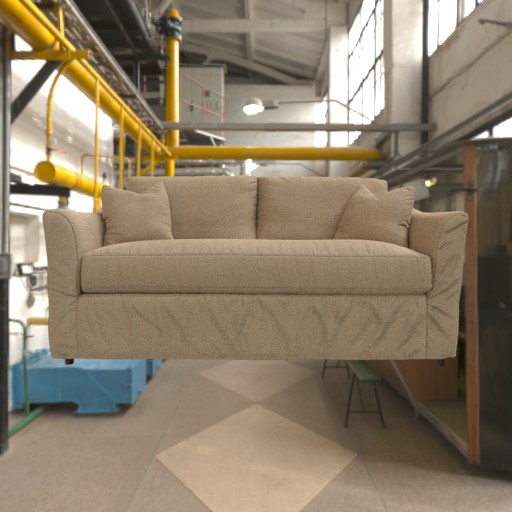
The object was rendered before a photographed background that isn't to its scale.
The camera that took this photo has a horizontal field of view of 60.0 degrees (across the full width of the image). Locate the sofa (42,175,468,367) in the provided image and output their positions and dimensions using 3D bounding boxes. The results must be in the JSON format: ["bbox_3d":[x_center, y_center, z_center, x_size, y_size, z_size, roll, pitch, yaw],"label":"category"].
[{"bbox_3d":[0.000,0.000,2.564,2.010,1.018,1.072,0,1,1],"label":"sofa"}]
